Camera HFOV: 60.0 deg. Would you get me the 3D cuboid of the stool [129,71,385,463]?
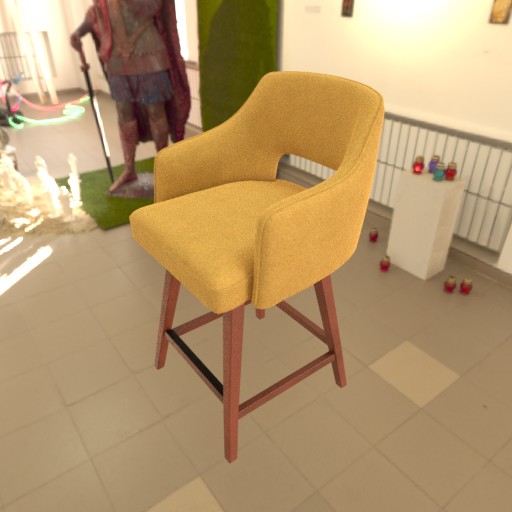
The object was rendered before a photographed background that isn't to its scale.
[{"bbox_3d":[0.000,0.000,1.278,0.558,0.924,0.548,-22,38,-31],"label":"stool"}]
